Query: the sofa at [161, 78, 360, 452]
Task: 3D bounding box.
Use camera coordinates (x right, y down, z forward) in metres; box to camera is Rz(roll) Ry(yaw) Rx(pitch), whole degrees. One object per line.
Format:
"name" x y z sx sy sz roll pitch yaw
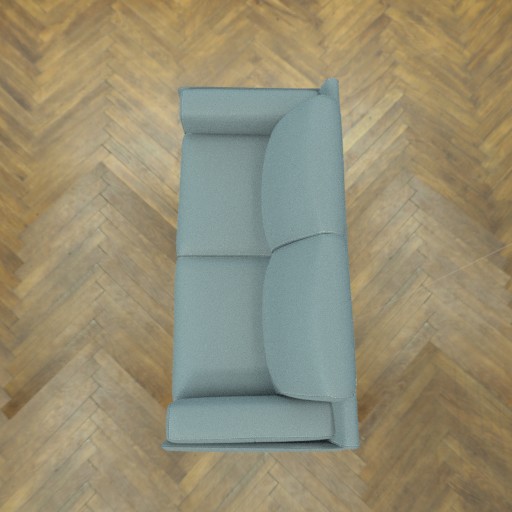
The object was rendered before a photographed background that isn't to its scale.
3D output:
"sofa" 0.000 0.000 2.580 0.969 0.900 2.100 0 76 0
